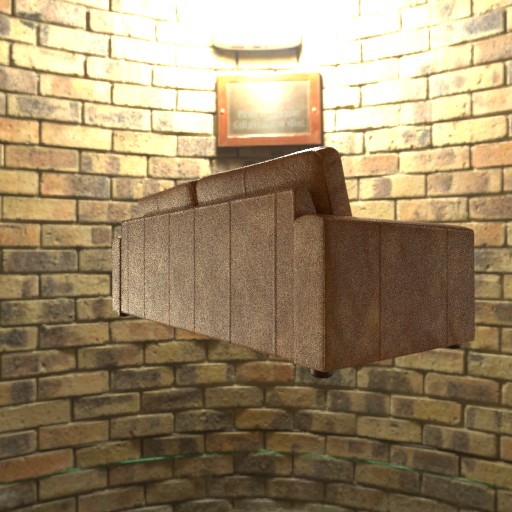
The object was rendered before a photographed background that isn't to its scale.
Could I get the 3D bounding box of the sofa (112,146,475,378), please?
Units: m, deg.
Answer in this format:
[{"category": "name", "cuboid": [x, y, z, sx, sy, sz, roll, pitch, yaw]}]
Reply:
[{"category": "sofa", "cuboid": [0.000, 0.000, 2.653, 1.016, 0.873, 2.179, 0, 0, -36]}]
